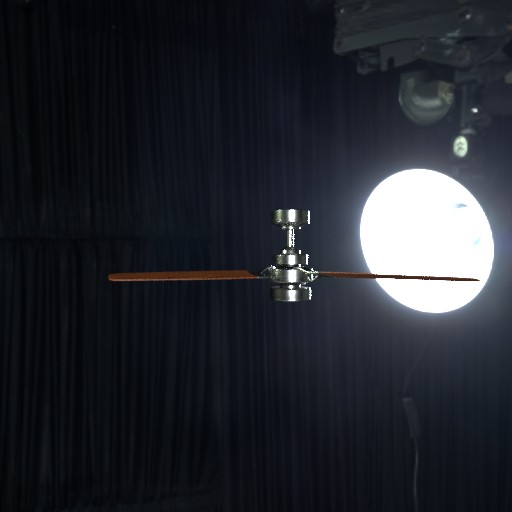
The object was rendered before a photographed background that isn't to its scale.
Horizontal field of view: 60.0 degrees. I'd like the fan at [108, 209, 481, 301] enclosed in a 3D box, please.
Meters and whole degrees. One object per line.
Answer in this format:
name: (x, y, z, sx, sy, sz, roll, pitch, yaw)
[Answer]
fan: (0.000, 0.000, 2.013, 1.271, 0.410, 1.416, 0, 0, -19)
